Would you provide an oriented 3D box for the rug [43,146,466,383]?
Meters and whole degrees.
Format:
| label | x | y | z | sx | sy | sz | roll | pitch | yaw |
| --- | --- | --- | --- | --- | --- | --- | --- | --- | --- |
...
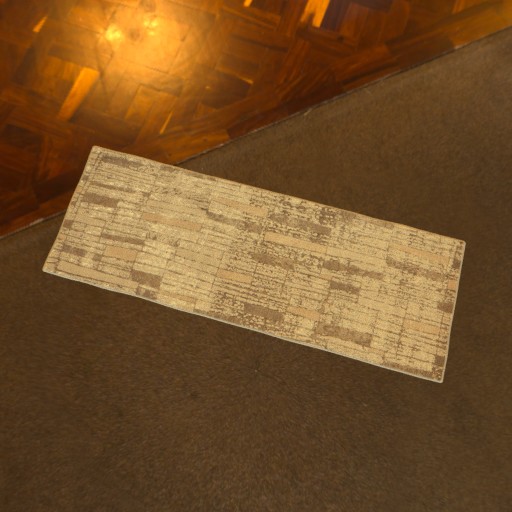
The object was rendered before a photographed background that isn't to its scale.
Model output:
| label | x | y | z | sx | sy | sz | roll | pitch | yaw |
| --- | --- | --- | --- | --- | --- | --- | --- | --- | --- |
| rug | 0.000 | 0.000 | 2.636 | 2.383 | 0.018 | 0.857 | 15 | 76 | 4 |
